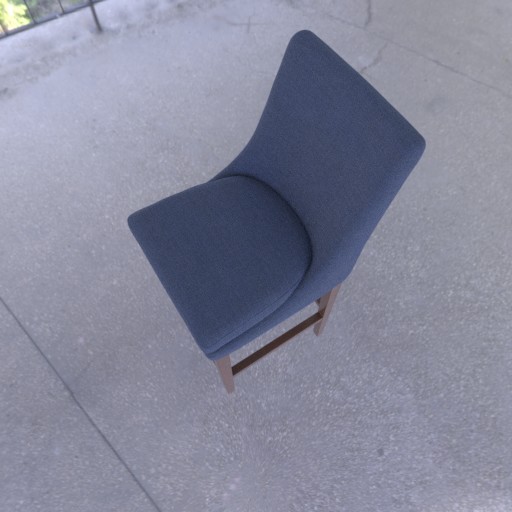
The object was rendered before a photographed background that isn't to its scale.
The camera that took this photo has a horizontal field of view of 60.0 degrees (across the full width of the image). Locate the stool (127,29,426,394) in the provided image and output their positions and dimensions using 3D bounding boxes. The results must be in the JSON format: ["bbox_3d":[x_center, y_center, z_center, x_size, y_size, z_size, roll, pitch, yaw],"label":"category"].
[{"bbox_3d":[0.000,0.000,1.341,0.577,1.078,0.470,-30,67,-14],"label":"stool"}]
